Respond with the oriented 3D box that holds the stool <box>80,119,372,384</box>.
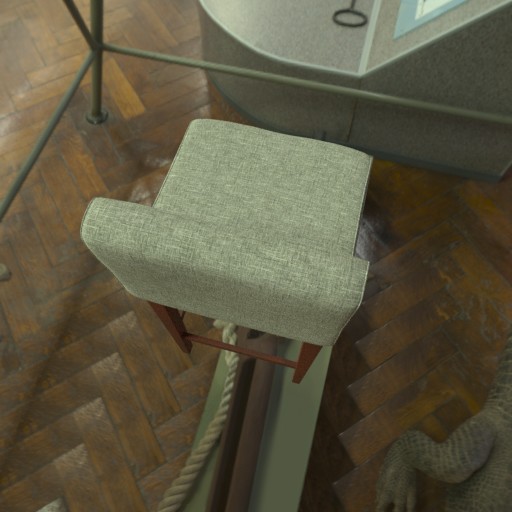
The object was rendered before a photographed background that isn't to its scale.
[{"bbox_3d":[0.000,0.000,1.064,0.417,0.835,0.459,14,65,7],"label":"stool"}]
